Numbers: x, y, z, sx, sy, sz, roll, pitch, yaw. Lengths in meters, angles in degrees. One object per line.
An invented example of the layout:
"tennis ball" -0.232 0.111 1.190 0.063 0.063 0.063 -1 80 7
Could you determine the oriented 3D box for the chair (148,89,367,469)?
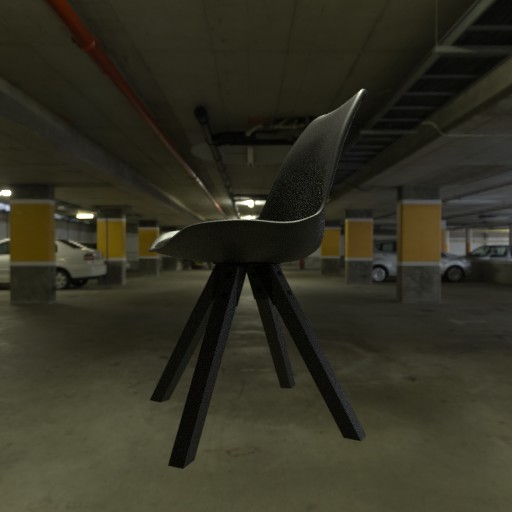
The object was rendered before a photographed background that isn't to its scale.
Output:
"chair" 0.000 0.000 1.164 0.550 0.850 0.485 0 1 -18
